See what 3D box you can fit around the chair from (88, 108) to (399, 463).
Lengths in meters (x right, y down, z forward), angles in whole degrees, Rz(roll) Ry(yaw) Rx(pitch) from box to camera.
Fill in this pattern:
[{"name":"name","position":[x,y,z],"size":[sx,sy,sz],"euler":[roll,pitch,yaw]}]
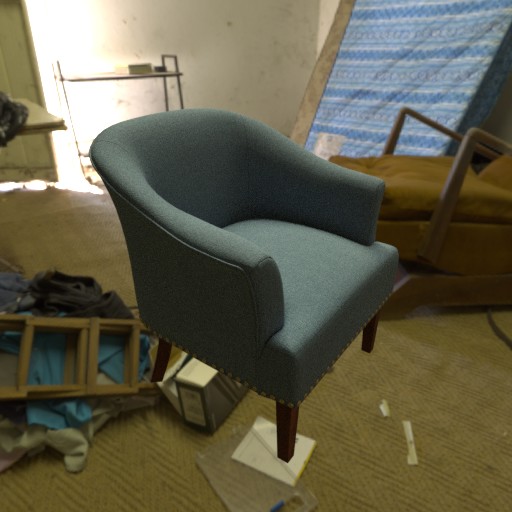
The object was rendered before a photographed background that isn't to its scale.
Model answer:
[{"name":"chair","position":[0.000,0.000,1.386],"size":[0.704,0.815,0.772],"euler":[17,31,31]}]
